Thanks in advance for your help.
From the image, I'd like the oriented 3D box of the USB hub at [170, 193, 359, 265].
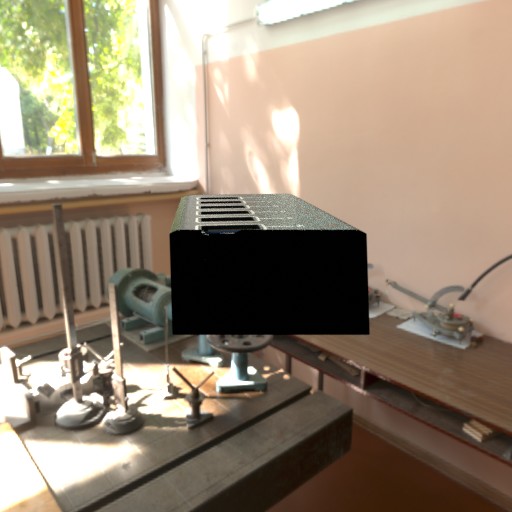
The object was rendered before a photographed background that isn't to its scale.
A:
[{"bbox_3d":[0.000,0.000,0.124,0.044,0.023,0.110,-2,14,-7],"label":"USB hub"}]
